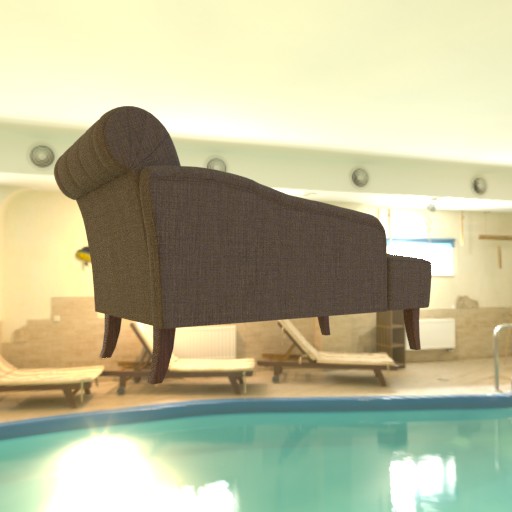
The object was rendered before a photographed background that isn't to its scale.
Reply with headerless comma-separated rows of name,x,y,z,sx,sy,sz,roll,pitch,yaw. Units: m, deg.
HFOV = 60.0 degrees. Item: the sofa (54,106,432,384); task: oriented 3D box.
sofa,0.000,0.000,1.751,1.379,0.787,0.675,2,-3,-35
